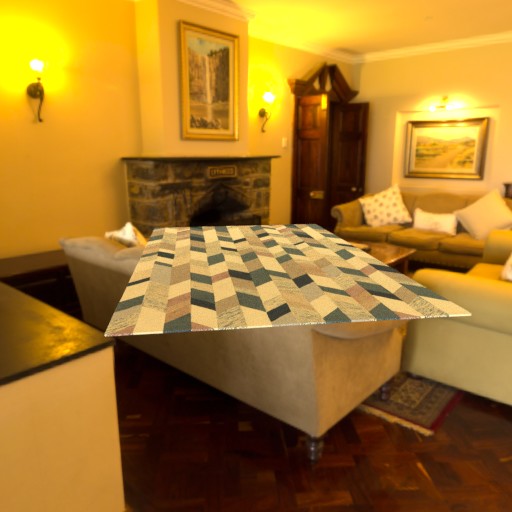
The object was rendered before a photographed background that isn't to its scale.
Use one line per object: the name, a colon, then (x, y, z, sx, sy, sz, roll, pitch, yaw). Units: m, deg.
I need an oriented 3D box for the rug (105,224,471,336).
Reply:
rug: (0.000, 0.000, 2.943, 1.513, 0.008, 2.423, -2, 13, -8)
